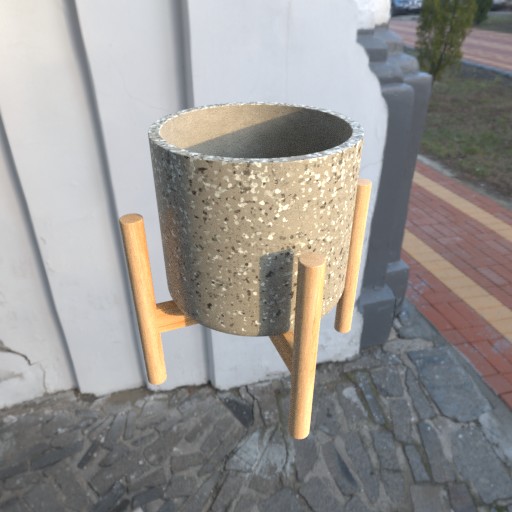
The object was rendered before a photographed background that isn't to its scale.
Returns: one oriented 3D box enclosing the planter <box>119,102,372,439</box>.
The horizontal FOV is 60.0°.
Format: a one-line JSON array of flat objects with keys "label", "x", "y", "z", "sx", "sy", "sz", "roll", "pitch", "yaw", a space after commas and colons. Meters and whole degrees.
[{"label": "planter", "x": 0.000, "y": 0.000, "z": 0.549, "sx": 0.284, "sy": 0.320, "sz": 0.284, "roll": 1, "pitch": 32, "yaw": 1}]
